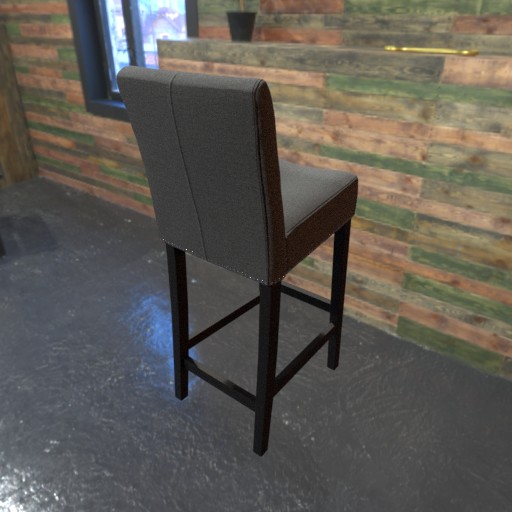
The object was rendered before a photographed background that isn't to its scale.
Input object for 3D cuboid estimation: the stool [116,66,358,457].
[{"bbox_3d":[0.000,0.000,1.303,0.411,1.047,0.548,21,35,33],"label":"stool"}]
